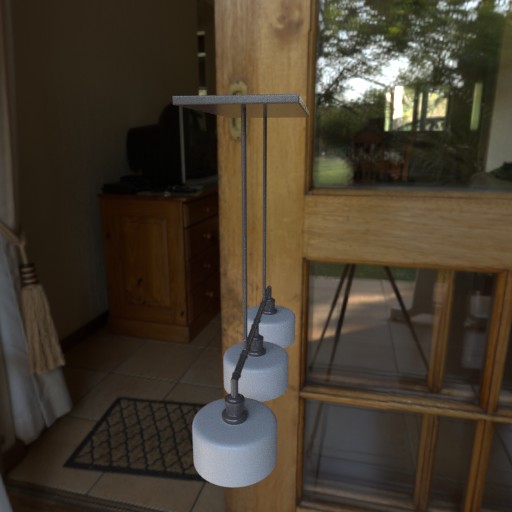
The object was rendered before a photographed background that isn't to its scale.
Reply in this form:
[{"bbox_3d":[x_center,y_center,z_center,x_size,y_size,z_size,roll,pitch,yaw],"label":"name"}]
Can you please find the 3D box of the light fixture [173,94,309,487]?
[{"bbox_3d":[0.000,0.000,0.864,0.177,0.557,0.582,2,15,8],"label":"light fixture"}]
